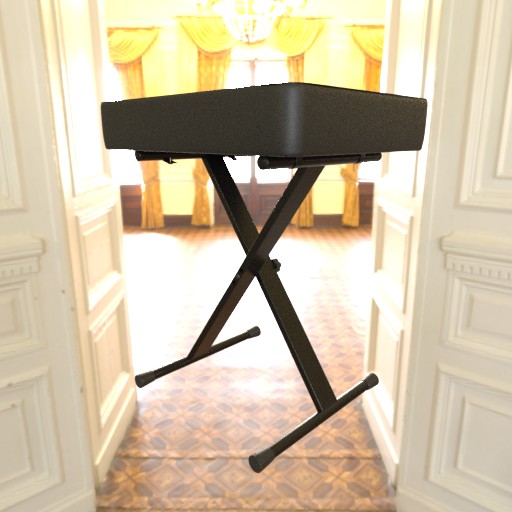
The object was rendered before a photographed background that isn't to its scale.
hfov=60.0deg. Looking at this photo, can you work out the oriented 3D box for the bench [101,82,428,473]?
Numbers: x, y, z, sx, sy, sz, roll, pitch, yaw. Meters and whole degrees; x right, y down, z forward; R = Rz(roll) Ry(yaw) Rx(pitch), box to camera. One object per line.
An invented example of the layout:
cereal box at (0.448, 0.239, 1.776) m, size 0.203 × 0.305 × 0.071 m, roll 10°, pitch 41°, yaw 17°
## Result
bench at (0.000, 0.000, 0.756) m, size 0.424 × 0.500 × 0.321 m, roll 14°, pitch 21°, yaw 43°
